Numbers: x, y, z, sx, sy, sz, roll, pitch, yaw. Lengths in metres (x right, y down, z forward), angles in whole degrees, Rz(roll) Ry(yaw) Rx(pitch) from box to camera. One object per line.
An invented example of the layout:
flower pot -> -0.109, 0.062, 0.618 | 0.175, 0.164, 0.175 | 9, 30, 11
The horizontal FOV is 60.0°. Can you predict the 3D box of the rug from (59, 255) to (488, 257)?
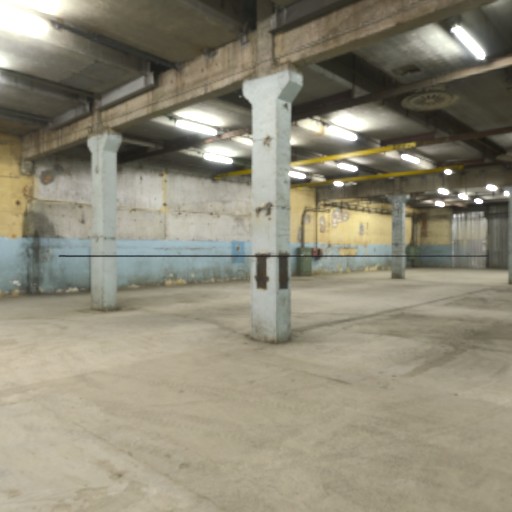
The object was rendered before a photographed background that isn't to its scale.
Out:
rug -> 0.000, 0.000, 2.910 | 2.232, 0.009, 1.630 | 0, 0, -19
